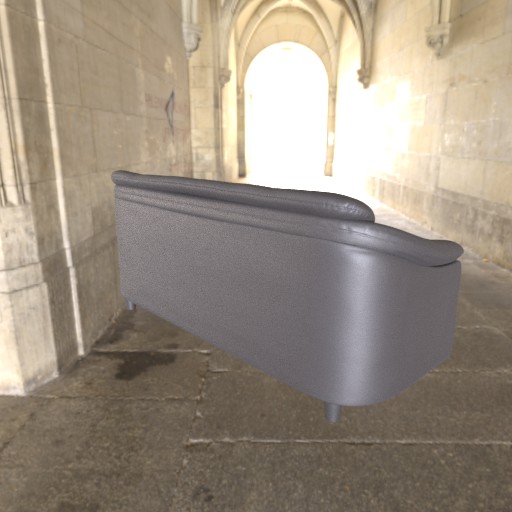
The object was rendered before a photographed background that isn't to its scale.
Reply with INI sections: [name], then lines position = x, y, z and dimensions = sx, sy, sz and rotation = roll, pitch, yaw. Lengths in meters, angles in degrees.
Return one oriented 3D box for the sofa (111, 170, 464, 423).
[sofa]
position = 0.000, 0.000, 2.206
dimensions = 0.800, 0.811, 1.829
rotation = -14, 20, -42
